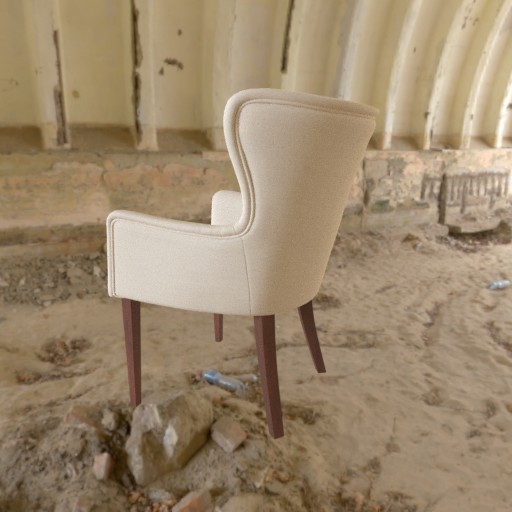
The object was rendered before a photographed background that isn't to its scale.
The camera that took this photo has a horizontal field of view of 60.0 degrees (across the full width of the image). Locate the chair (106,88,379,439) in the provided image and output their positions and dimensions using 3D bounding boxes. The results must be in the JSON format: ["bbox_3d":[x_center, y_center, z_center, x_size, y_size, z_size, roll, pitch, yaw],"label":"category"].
[{"bbox_3d":[0.000,0.000,1.498,0.744,0.990,0.696,7,16,25],"label":"chair"}]
